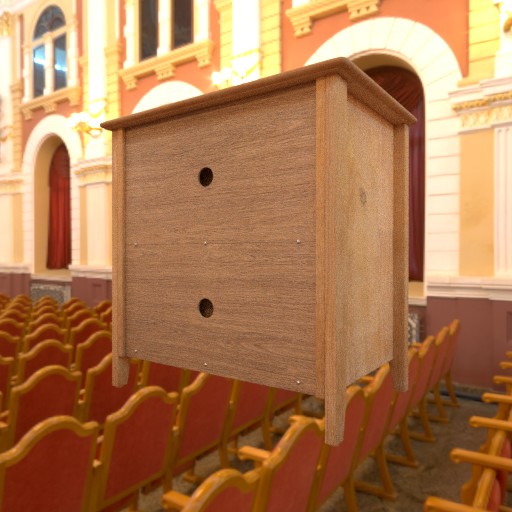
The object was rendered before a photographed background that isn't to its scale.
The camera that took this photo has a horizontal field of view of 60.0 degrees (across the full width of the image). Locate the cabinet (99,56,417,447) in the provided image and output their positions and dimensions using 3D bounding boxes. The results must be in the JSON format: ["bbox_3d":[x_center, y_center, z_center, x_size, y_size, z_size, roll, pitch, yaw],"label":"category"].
[{"bbox_3d":[0.000,0.000,1.260,0.763,0.762,0.503,0,0,35],"label":"cabinet"}]
